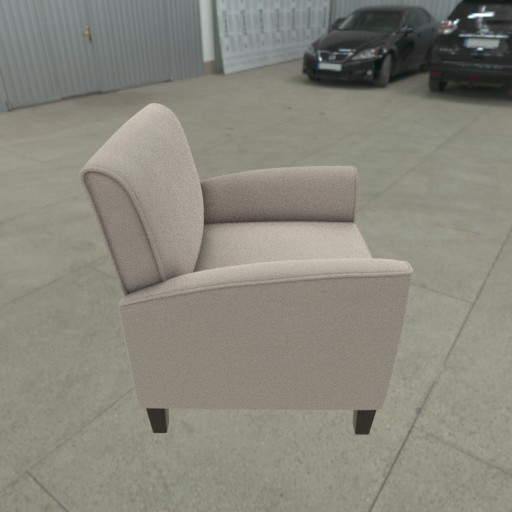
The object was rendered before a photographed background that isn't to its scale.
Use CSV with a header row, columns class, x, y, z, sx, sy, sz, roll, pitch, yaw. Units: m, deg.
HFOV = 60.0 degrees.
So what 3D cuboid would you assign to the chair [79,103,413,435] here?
class,x,y,z,sx,sy,sz,roll,pitch,yaw
chair,0.000,0.000,1.546,0.820,0.915,0.820,0,30,0
